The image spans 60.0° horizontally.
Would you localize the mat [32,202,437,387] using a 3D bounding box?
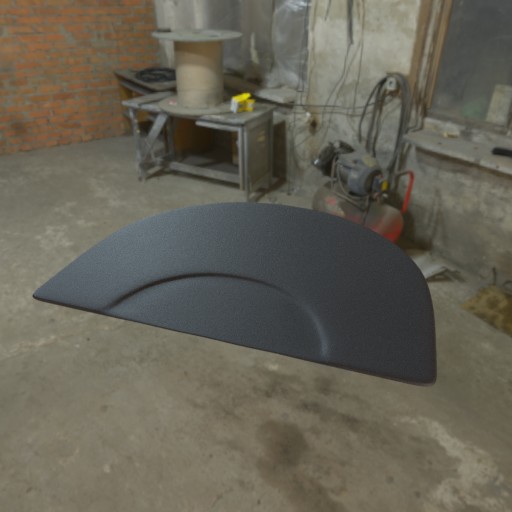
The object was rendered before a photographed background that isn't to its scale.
[{"bbox_3d":[0.000,0.000,1.605,1.220,0.016,0.917,9,32,15],"label":"mat"}]
